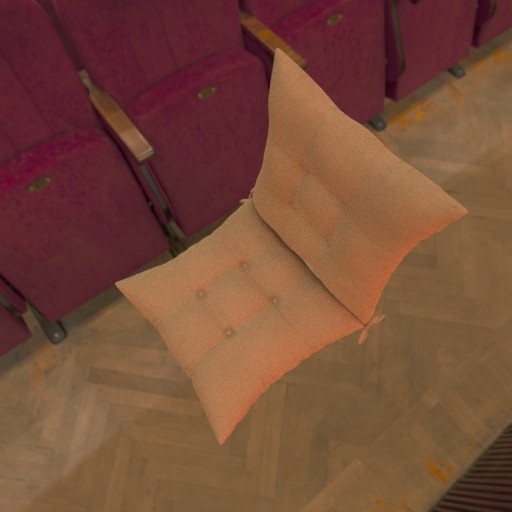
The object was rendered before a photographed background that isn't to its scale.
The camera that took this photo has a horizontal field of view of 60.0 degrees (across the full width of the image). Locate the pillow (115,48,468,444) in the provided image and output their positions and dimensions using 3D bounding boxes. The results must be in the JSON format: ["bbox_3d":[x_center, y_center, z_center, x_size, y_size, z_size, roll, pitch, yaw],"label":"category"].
[{"bbox_3d":[0.000,0.000,0.990,0.585,0.536,0.541,-34,68,-16],"label":"pillow"}]
